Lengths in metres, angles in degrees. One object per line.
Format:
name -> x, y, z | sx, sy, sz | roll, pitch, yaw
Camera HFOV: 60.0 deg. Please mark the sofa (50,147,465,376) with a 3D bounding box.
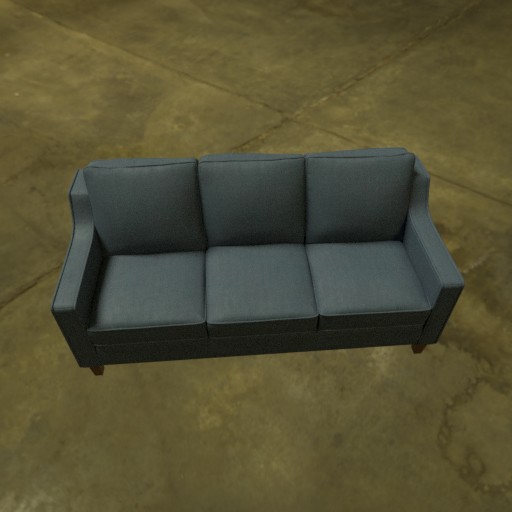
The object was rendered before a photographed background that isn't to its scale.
sofa -> 0.000, 0.000, 2.519 | 1.986, 0.974, 0.911 | -3, 45, -3
